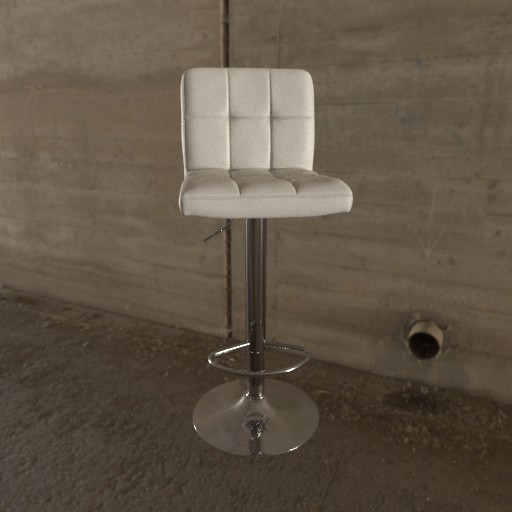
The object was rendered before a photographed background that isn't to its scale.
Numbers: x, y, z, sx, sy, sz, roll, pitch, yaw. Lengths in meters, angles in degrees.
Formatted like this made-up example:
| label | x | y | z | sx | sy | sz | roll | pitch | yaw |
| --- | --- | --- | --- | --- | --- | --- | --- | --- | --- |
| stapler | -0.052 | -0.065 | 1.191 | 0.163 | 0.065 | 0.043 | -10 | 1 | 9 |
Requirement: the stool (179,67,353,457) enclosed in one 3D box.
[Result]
| label | x | y | z | sx | sy | sz | roll | pitch | yaw |
| --- | --- | --- | --- | --- | --- | --- | --- | --- | --- |
| stool | 0.000 | 0.000 | 1.347 | 0.430 | 1.115 | 0.505 | -2 | 16 | -7 |
